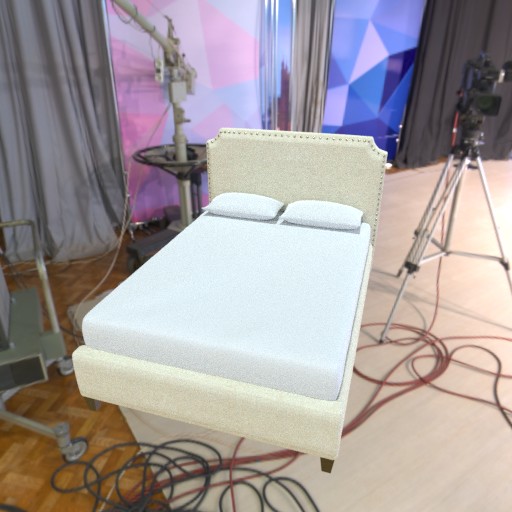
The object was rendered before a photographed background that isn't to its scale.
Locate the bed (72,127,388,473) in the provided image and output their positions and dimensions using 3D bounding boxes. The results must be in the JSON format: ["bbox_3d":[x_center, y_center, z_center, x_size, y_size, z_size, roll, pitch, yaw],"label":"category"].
[{"bbox_3d":[0.000,0.000,3.427,1.713,1.457,2.381,8,28,16],"label":"bed"}]
